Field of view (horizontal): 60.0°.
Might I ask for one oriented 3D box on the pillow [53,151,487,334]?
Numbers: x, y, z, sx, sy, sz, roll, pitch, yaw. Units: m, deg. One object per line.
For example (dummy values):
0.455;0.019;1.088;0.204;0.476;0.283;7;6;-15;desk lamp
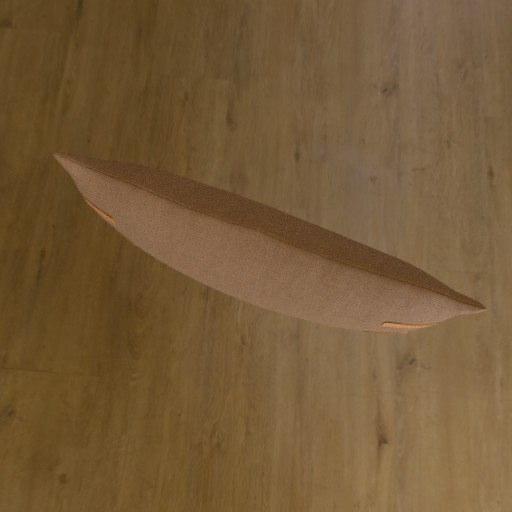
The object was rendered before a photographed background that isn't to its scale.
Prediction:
0.000;0.000;0.718;0.612;0.308;0.148;20;76;5;pillow
